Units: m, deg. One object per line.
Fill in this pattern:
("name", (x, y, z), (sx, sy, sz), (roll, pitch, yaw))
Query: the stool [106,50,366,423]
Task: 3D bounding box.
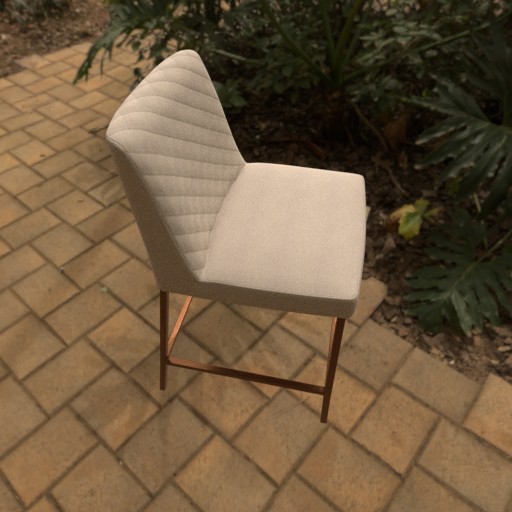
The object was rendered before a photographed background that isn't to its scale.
("stool", (0.000, 0.000, 1.277), (0.576, 0.973, 0.507), (9, 46, 8))
